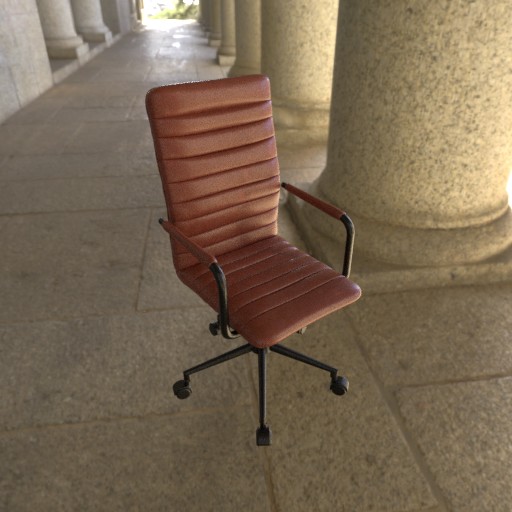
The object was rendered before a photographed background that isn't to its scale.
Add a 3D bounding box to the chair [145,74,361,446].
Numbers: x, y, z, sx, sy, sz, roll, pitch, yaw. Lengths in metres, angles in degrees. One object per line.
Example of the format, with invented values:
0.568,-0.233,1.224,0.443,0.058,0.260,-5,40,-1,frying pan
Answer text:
0.000,0.000,1.376,0.608,0.979,0.580,-21,37,-31,chair
